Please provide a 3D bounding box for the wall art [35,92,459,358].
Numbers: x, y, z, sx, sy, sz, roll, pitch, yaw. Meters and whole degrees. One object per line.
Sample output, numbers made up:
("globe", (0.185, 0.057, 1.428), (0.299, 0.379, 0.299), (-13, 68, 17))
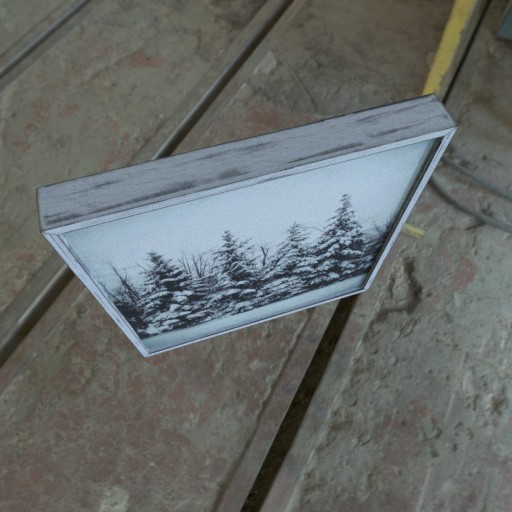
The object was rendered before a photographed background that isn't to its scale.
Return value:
("wall art", (0.000, 0.000, 0.449), (0.303, 0.303, 0.036), (-16, 63, -8))
